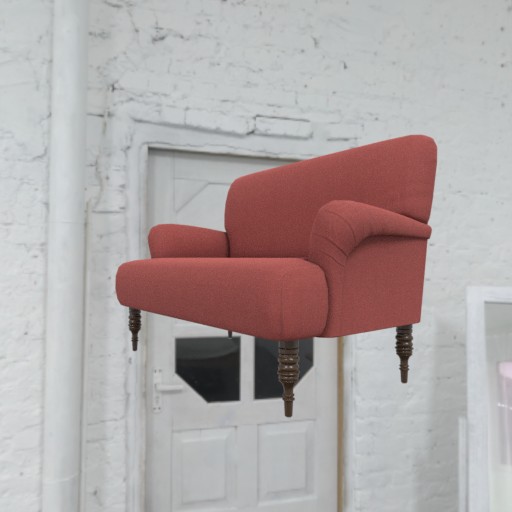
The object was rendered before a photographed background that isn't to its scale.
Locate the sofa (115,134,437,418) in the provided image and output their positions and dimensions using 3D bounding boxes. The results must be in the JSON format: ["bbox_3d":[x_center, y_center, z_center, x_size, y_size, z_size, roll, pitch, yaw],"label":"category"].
[{"bbox_3d":[0.000,0.000,1.831,0.779,0.889,1.297,0,0,-37],"label":"sofa"}]
